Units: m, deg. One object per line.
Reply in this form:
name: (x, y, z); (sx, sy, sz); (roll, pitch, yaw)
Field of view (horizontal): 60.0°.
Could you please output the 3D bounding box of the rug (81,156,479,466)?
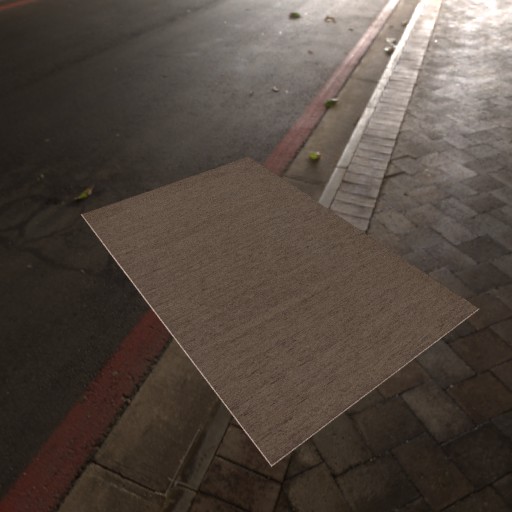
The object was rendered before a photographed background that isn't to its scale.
rug: (0.000, 0.000, 2.348); (1.225, 0.013, 1.840); (-26, 47, -27)
